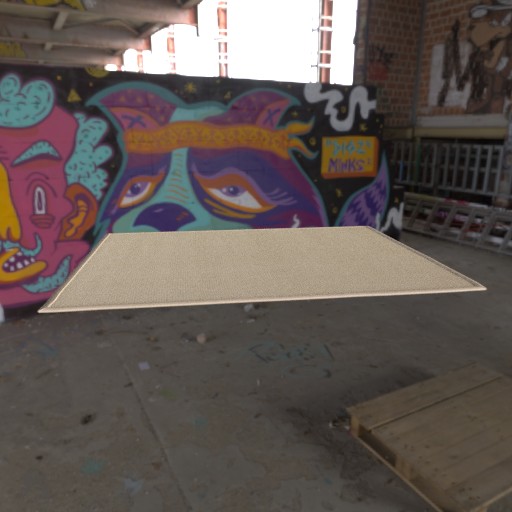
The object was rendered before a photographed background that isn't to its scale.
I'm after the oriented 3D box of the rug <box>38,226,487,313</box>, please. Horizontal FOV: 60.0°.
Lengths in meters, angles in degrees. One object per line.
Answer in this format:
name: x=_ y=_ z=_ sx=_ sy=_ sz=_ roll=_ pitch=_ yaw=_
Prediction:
rug: x=0.000 y=0.000 z=2.737 sx=2.081 sy=0.020 sz=1.525 roll=-2 pitch=16 yaw=-8
